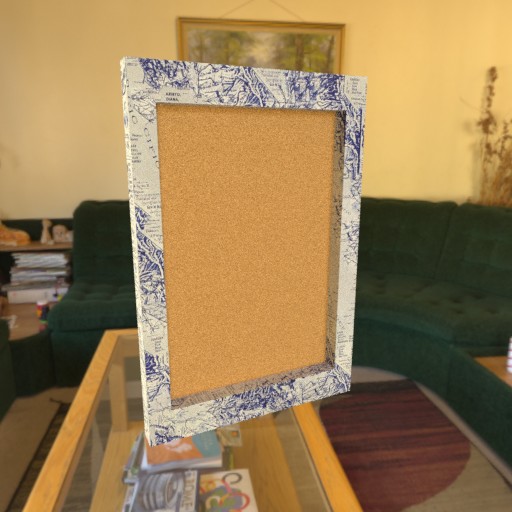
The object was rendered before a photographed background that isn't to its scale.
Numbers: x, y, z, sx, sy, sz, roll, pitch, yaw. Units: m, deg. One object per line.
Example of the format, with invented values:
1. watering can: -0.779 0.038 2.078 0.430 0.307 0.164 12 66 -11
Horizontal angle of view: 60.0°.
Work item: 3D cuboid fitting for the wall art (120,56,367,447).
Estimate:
1. wall art: 0.000 0.000 0.765 0.408 0.601 0.040 -7 15 -25
